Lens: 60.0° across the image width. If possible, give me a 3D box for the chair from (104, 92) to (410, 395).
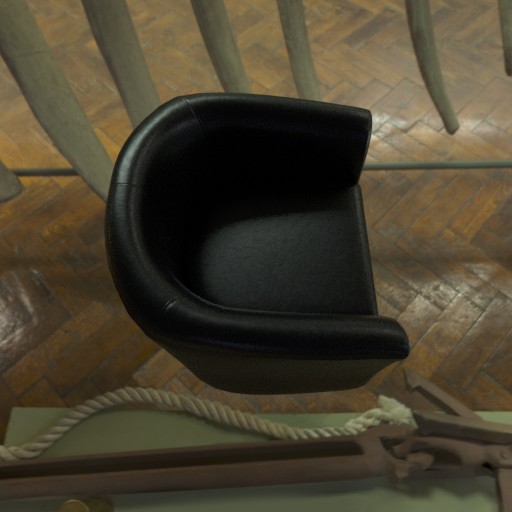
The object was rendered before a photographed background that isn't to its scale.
[{"bbox_3d":[0.000,0.000,1.400,0.727,0.756,0.793,0,62,0],"label":"chair"}]
